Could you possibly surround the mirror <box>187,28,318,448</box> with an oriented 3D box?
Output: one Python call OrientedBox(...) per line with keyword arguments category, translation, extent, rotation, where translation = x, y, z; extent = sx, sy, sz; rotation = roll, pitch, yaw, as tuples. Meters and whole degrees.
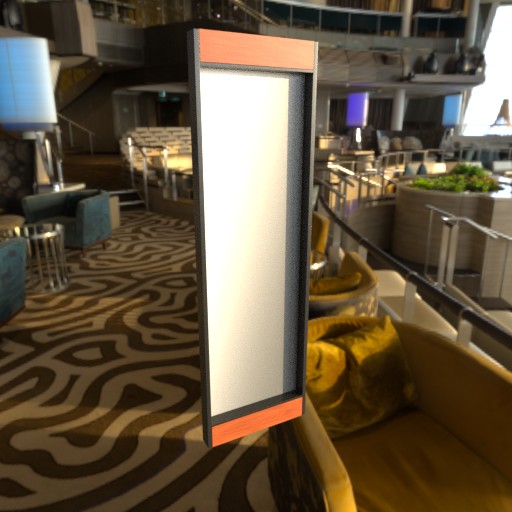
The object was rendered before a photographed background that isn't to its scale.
OrientedBox(category="mirror", translation=(0.000, 0.000, 1.247), extent=(0.343, 1.123, 0.047), rotation=(-9, 18, -27))
